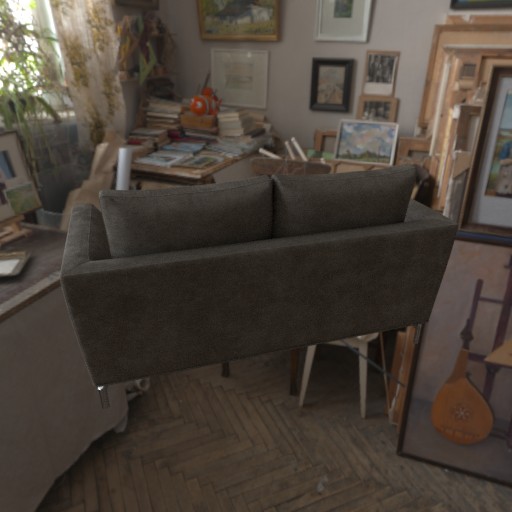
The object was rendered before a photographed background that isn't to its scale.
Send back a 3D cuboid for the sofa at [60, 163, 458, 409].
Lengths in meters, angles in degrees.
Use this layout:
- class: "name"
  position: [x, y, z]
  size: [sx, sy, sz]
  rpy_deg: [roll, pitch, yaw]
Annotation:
- class: "sofa"
  position: [0.000, 0.000, 2.381]
  size: [1.832, 1.013, 0.855]
  rpy_deg: [-8, 27, -15]
